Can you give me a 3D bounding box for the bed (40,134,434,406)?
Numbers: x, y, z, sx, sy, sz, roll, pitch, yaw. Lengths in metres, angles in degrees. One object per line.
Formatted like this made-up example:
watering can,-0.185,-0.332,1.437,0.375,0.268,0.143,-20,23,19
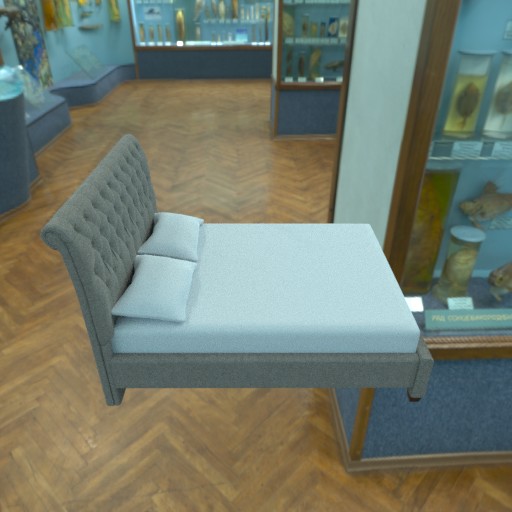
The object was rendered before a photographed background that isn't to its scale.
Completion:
bed,0.000,0.000,3.331,2.252,1.371,1.645,0,32,0
